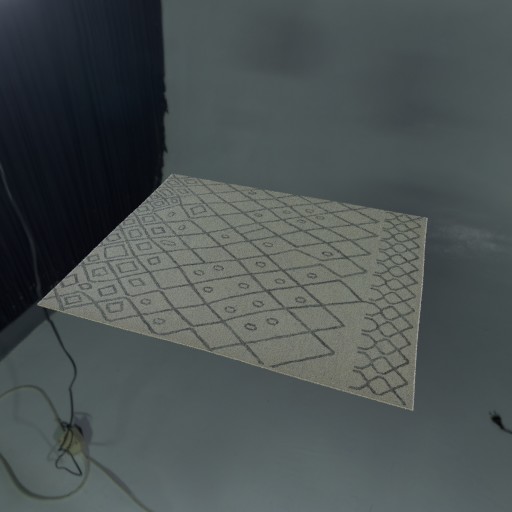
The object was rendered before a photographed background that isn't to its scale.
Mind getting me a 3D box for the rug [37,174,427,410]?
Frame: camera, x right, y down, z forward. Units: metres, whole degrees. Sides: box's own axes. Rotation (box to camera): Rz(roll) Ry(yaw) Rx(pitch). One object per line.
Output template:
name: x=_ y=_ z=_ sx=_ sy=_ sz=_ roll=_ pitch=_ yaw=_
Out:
rug: x=0.000 y=0.000 z=4.233 sx=3.046 sy=0.015 sz=2.446 roll=12 pitch=40 yaw=15
